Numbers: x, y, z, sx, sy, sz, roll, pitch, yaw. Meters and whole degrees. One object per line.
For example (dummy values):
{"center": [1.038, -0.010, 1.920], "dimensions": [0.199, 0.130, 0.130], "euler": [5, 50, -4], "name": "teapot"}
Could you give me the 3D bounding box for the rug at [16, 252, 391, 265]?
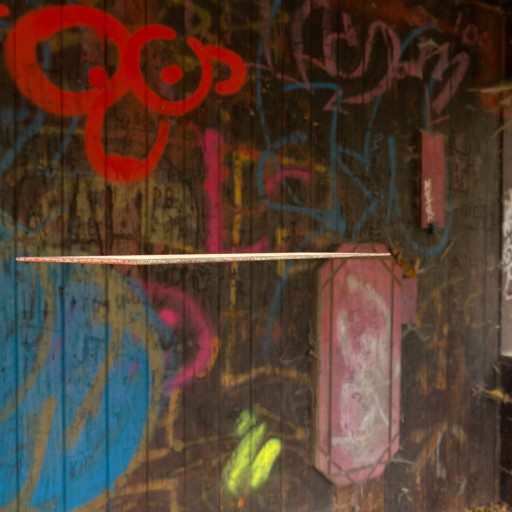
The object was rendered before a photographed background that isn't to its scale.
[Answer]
{"center": [0.000, 0.000, 2.621], "dimensions": [0.810, 0.016, 2.413], "euler": [1, 1, 36], "name": "rug"}
